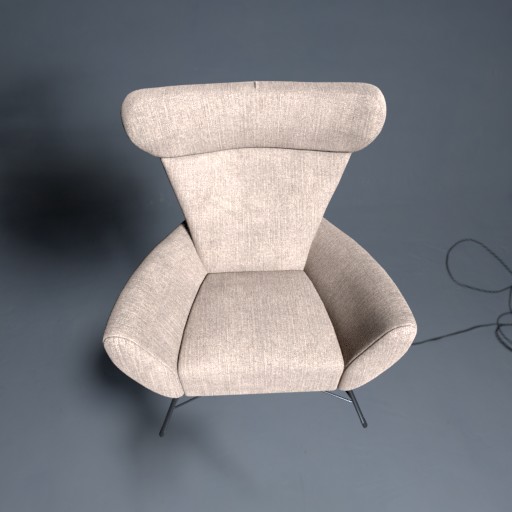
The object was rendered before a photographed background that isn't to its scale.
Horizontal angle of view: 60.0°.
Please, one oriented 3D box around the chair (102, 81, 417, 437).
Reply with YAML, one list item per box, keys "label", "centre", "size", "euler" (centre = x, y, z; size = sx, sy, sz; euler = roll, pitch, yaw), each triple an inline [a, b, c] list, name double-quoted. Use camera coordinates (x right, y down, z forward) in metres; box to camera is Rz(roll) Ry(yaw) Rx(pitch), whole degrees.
- label: "chair"
  centre: [0.000, 0.000, 1.658]
  size: [0.980, 1.040, 0.900]
  euler: [-2, 46, -2]
